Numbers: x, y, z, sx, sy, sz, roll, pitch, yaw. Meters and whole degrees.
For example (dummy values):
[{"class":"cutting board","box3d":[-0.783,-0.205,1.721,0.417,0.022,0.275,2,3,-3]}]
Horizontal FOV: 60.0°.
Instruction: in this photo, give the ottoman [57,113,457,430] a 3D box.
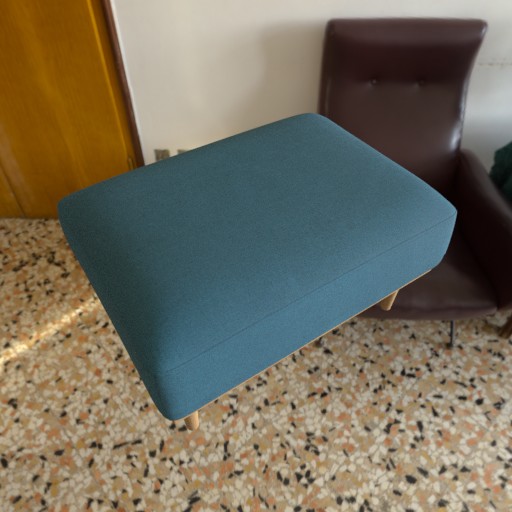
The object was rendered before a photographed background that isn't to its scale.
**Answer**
[{"class":"ottoman","box3d":[0.000,0.000,1.084,0.749,0.428,0.549,-26,51,-23]}]
